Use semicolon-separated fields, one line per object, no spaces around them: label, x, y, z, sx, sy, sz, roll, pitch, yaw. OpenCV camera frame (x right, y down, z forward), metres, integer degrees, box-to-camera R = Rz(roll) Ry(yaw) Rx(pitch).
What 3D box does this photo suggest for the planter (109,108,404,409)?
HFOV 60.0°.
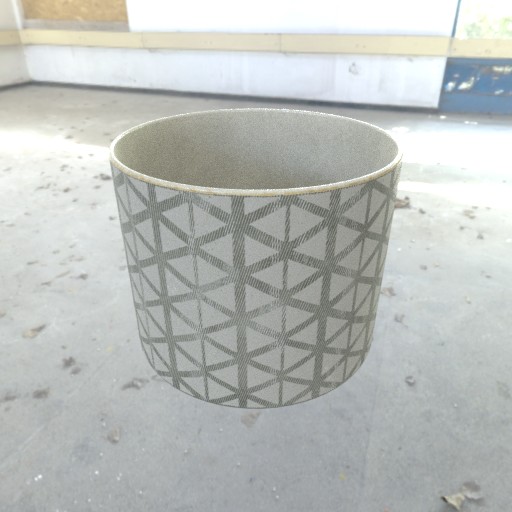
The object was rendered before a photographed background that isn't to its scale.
planter;0.000;0.000;0.449;0.250;0.239;0.250;0;30;0
